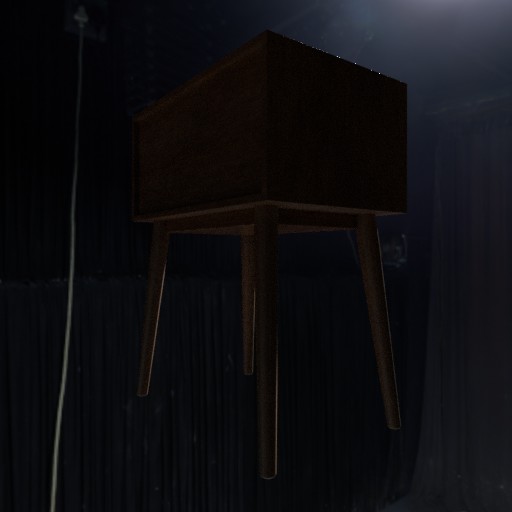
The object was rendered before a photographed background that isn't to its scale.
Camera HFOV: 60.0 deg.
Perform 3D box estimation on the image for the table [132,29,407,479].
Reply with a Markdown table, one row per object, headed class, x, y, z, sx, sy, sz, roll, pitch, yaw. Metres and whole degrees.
| class | x | y | z | sx | sy | sz | roll | pitch | yaw |
| --- | --- | --- | --- | --- | --- | --- | --- | --- | --- |
| table | 0.000 | 0.000 | 0.839 | 0.307 | 0.580 | 0.454 | 0 | 0 | -37 |
